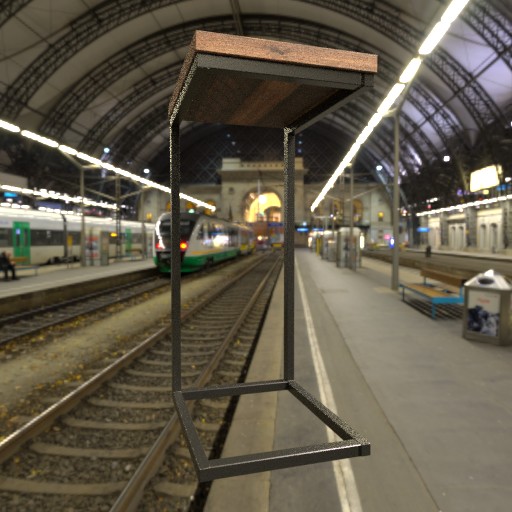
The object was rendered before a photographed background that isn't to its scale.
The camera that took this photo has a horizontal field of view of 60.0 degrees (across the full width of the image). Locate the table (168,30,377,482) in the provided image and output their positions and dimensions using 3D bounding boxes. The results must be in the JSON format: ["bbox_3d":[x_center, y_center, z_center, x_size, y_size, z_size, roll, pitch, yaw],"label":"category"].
[{"bbox_3d":[0.000,0.000,0.942,0.323,0.718,0.414,-1,2,-17],"label":"table"}]
